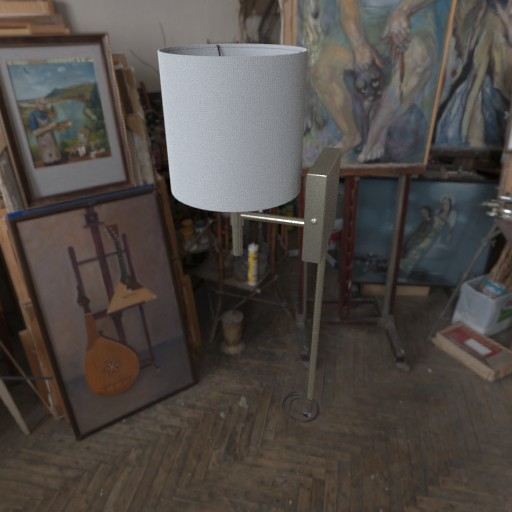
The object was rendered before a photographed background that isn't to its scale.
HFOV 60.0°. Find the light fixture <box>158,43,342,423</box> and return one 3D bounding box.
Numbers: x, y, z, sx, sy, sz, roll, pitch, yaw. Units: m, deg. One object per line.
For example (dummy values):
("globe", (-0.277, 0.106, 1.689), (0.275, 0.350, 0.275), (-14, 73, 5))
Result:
("light fixture", (0.000, 0.000, 0.697), (0.248, 0.589, 0.188), (9, 31, 15))
